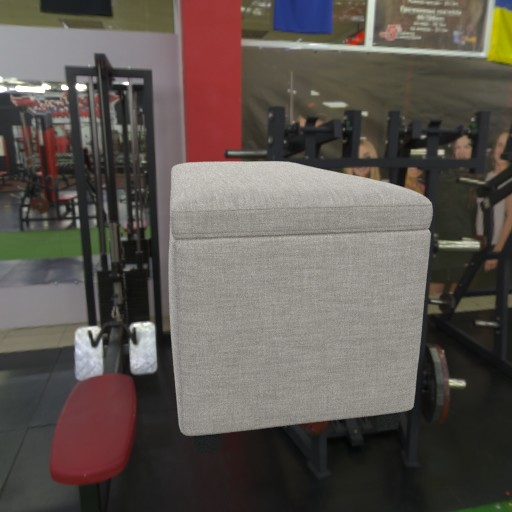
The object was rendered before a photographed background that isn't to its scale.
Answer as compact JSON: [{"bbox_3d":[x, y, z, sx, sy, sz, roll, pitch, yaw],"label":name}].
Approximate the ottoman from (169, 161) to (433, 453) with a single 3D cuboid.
[{"bbox_3d":[0.000,0.000,1.099,0.419,0.432,0.902,-3,15,-10],"label":"ottoman"}]
